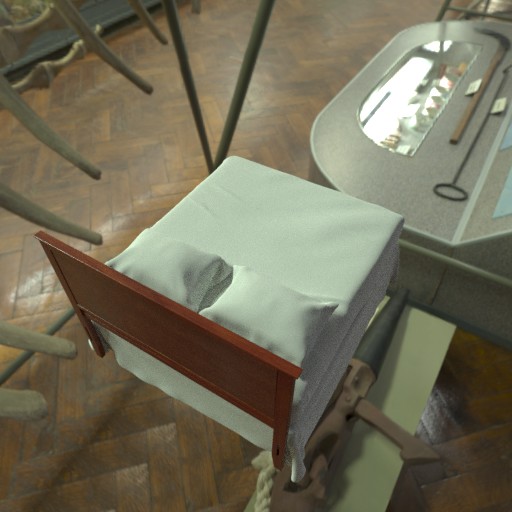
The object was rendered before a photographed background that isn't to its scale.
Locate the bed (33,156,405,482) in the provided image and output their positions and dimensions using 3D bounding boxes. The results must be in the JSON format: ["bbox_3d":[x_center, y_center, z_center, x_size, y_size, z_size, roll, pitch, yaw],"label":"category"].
[{"bbox_3d":[0.000,0.000,3.211,1.870,1.270,2.050,24,52,21],"label":"bed"}]
